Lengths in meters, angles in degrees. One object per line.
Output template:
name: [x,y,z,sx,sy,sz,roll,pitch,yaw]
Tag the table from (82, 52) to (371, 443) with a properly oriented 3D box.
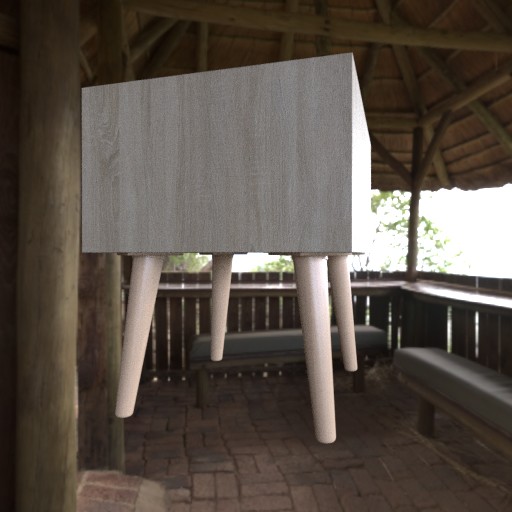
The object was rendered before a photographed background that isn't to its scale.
table: [0.000,0.000,0.779,0.370,0.470,0.450,0,0,17]
